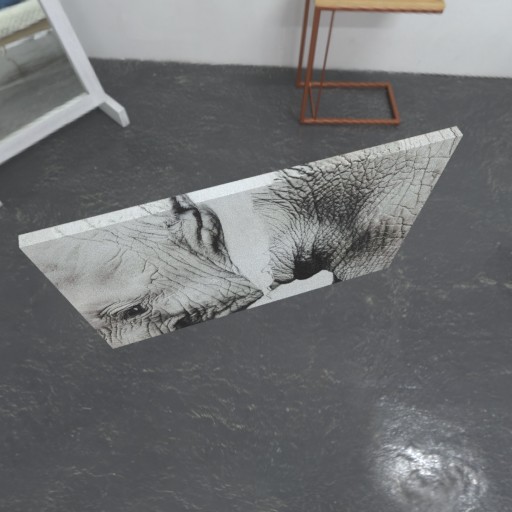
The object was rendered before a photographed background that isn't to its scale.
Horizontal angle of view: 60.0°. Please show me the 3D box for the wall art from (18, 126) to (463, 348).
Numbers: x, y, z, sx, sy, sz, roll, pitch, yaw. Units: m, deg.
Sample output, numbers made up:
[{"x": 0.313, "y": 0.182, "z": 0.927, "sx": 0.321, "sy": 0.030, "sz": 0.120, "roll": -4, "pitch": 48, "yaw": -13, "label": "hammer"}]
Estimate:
[{"x": 0.000, "y": 0.000, "z": 1.430, "sx": 1.141, "sy": 0.758, "sz": 0.035, "roll": -15, "pitch": 62, "yaw": -8, "label": "wall art"}]
